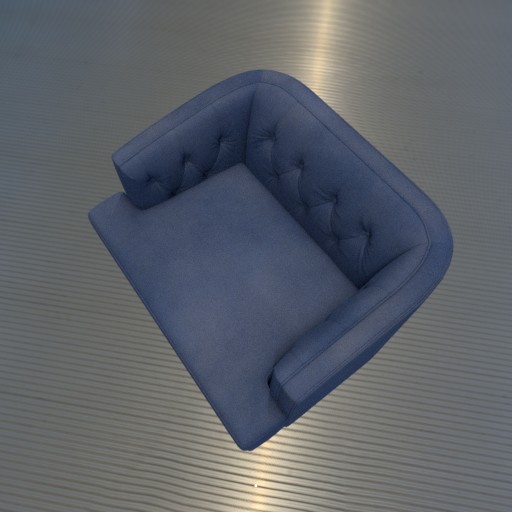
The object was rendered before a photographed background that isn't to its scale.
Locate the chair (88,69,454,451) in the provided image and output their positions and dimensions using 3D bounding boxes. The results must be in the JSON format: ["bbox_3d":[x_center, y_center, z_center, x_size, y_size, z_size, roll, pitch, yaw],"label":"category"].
[{"bbox_3d":[0.000,0.000,1.746,0.914,0.787,1.118,-33,67,-16],"label":"chair"}]
